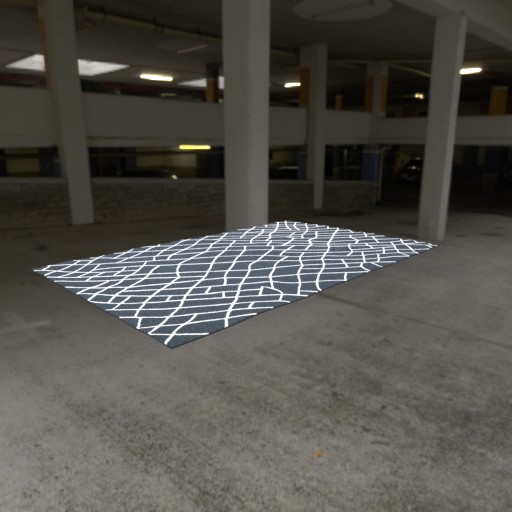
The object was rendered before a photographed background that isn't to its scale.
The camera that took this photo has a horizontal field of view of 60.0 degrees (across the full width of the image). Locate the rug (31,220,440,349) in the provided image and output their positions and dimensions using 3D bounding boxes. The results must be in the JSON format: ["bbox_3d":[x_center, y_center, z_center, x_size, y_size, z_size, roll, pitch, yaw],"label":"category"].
[{"bbox_3d":[0.000,0.000,3.076,2.448,0.017,1.529,-14,20,-43],"label":"rug"}]
